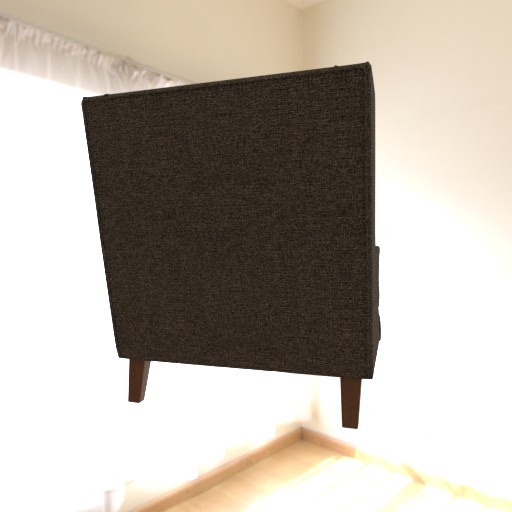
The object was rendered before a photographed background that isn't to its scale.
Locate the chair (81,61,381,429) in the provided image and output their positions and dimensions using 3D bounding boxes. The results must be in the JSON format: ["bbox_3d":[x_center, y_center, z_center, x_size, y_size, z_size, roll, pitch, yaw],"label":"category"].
[{"bbox_3d":[0.000,0.000,1.764,0.942,1.082,0.927,0,1,17],"label":"chair"}]
